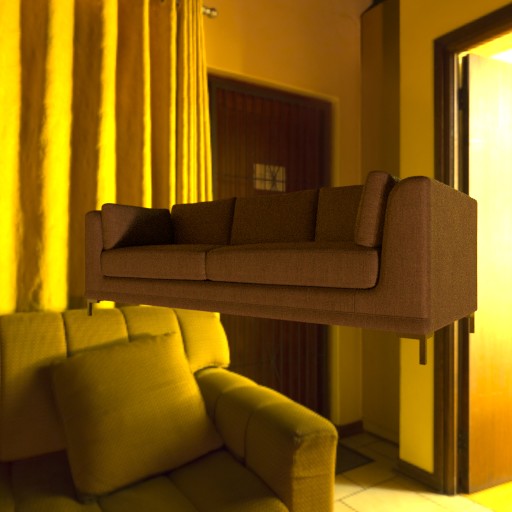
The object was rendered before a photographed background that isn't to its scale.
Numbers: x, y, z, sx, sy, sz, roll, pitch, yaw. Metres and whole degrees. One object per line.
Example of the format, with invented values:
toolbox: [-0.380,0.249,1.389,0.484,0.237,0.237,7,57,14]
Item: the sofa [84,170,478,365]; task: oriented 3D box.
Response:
sofa: [0.000,0.000,2.846,2.415,0.867,0.969,0,0,37]
